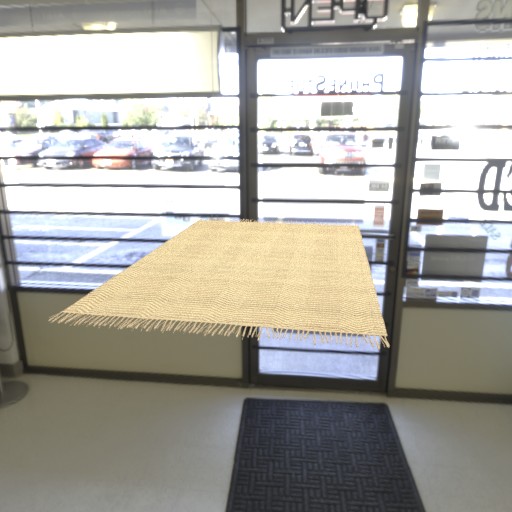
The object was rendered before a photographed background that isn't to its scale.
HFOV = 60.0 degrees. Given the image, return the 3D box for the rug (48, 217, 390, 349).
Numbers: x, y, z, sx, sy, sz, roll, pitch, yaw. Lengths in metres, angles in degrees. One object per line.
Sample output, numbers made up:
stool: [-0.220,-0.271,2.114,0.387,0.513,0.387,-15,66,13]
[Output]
rug: [0.000,0.000,3.098,1.528,0.034,2.523,3,16,9]
